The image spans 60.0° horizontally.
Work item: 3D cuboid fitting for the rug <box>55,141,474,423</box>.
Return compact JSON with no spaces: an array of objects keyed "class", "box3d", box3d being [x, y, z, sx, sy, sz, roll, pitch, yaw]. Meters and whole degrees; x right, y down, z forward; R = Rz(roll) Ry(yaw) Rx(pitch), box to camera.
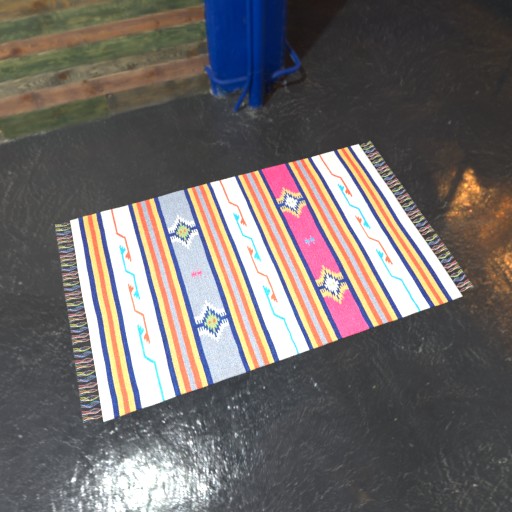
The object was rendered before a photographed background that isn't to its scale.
[{"class":"rug","box3d":[0.000,0.000,2.209,1.849,0.013,1.084,-17,59,-10]}]
